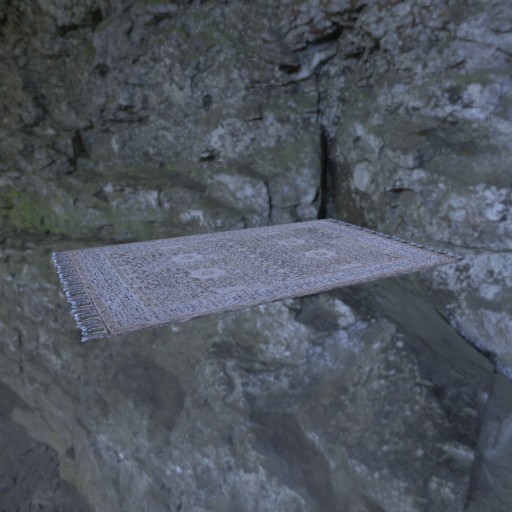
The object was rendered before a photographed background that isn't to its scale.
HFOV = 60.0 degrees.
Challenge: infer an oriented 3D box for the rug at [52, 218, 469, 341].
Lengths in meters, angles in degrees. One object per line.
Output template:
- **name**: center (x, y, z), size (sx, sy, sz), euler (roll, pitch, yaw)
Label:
- **rug**: center (0.000, 0.000, 2.497), size (2.029, 0.010, 1.237), euler (-9, 19, -27)
